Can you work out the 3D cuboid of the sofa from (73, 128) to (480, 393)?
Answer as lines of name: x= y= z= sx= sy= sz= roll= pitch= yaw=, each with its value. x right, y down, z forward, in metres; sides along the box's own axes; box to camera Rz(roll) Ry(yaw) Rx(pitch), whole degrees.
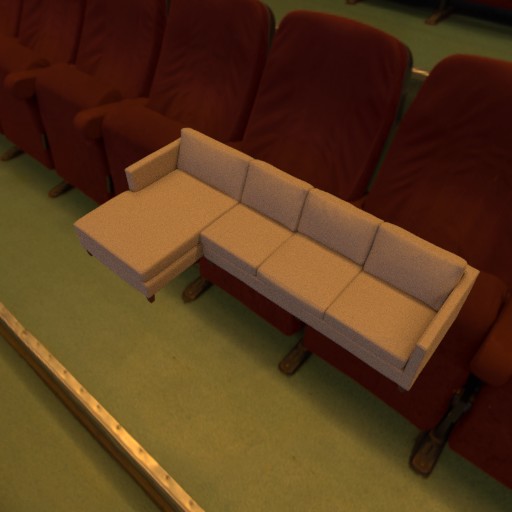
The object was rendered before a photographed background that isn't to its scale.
sofa: x=0.000 y=0.000 z=3.872 sx=3.186 sy=0.846 sz=1.625 roll=31 pitch=54 yaw=26
